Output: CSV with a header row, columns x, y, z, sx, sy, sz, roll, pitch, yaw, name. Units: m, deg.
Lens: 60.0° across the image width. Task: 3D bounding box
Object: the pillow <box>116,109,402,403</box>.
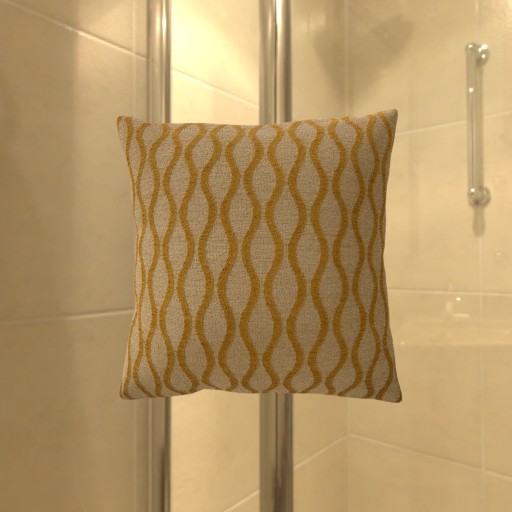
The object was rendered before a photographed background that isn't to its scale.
x,y,z,sx,sy,sz,roll,pitch,yaw,name
0.000,0.000,0.660,0.429,0.436,0.159,0,-1,2,pillow
